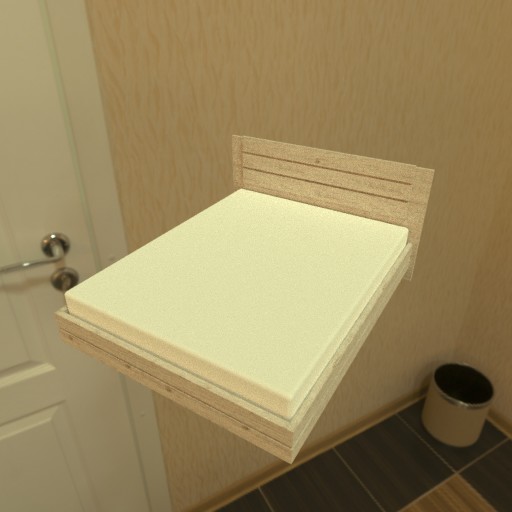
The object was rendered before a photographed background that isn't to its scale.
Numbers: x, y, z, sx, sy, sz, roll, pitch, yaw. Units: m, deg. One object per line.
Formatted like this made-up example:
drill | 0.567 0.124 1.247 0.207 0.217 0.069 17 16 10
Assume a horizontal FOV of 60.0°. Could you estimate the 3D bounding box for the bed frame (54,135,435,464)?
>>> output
bed frame | 0.000 0.000 3.068 1.750 0.970 2.080 17 35 27
